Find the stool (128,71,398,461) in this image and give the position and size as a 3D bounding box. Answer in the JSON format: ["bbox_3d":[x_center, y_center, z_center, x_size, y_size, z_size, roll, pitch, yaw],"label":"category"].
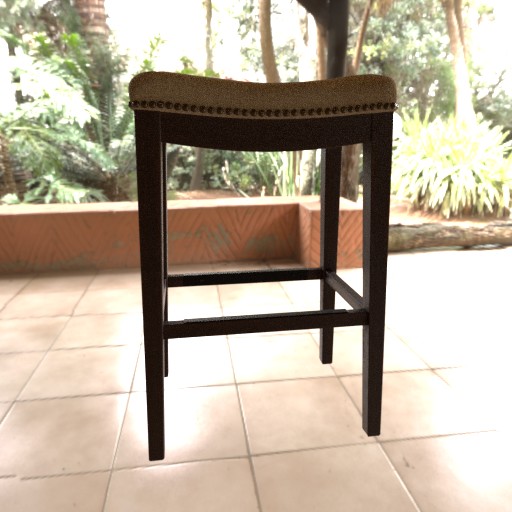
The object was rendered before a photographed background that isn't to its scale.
[{"bbox_3d":[0.000,0.000,1.030,0.509,0.768,0.363,-2,15,-9],"label":"stool"}]
